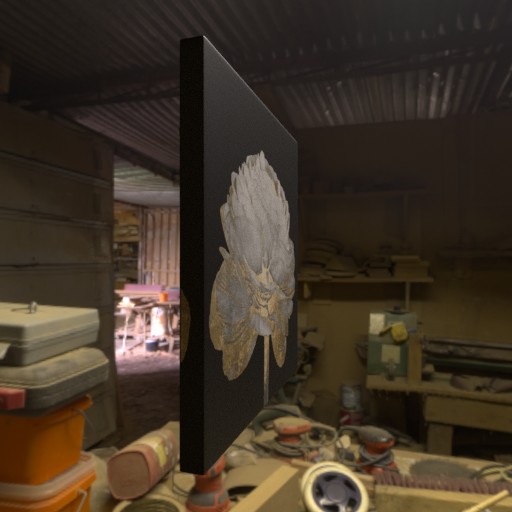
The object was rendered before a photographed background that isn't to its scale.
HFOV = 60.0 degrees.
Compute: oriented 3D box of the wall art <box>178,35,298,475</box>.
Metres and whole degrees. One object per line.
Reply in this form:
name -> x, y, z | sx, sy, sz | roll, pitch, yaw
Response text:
wall art -> 0.000, 0.000, 0.907 | 0.043, 0.611, 0.610 | 0, 0, 18
